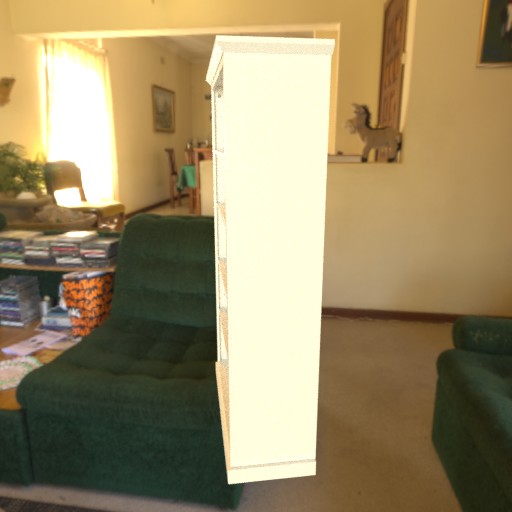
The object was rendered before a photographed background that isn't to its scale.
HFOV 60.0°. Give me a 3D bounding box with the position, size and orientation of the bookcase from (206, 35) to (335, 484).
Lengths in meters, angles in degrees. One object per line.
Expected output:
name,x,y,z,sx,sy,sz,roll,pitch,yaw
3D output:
bookcase,0.000,0.000,2.319,0.432,1.880,1.050,-2,15,-8
